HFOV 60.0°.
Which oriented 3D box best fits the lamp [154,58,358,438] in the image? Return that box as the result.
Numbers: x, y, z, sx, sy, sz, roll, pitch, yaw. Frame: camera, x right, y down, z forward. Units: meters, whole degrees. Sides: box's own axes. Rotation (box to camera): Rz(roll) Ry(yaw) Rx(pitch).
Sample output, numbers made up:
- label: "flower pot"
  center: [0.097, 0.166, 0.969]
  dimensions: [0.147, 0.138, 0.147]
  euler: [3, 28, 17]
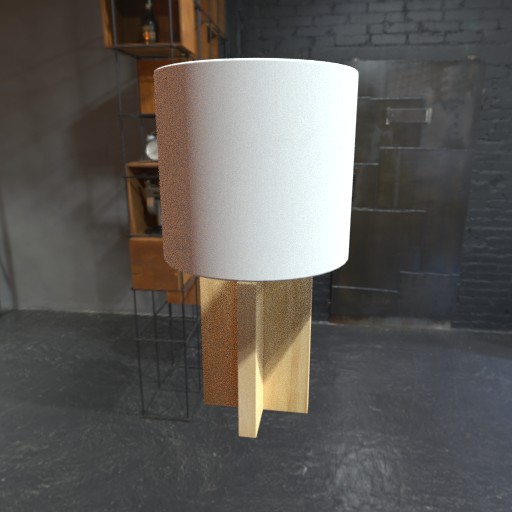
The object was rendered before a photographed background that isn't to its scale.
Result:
- label: "lamp"
  center: [0.000, 0.000, 0.561]
  dimensions: [0.229, 0.428, 0.229]
  euler: [2, 15, 9]
